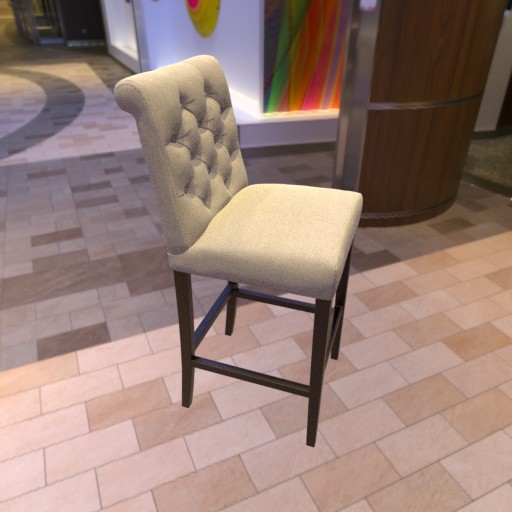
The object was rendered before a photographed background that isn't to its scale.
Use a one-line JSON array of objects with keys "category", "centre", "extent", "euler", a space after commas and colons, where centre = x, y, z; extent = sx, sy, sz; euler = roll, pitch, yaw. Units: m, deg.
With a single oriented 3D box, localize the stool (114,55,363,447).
[{"category": "stool", "centre": [0.000, 0.000, 1.451], "extent": [0.601, 1.140, 0.493], "euler": [10, 33, 16]}]
